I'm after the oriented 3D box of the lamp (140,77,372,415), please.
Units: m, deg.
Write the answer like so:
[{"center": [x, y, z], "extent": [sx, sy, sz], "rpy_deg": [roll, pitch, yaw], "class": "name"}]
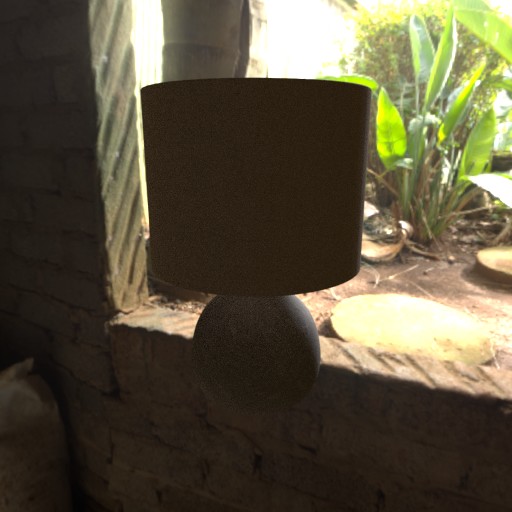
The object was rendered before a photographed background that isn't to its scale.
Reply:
[{"center": [0.000, 0.000, 0.584], "extent": [0.269, 0.409, 0.269], "rpy_deg": [-3, 15, -11], "class": "lamp"}]
